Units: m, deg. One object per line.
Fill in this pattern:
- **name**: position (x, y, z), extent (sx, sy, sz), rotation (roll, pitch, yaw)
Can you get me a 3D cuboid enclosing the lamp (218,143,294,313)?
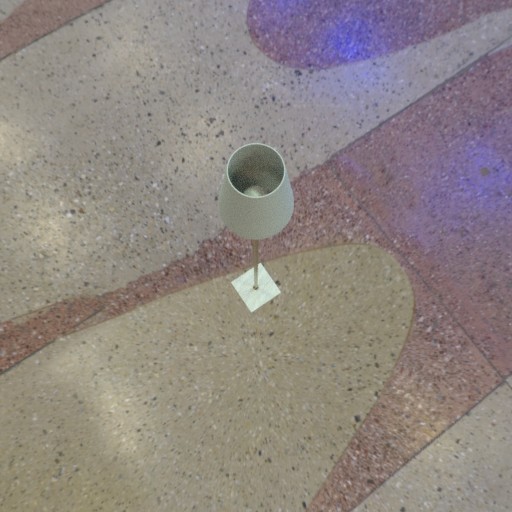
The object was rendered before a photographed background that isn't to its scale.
- **lamp**: position (0.000, 0.000, 1.935), extent (0.229, 1.813, 0.232), rotation (-33, 79, -7)
